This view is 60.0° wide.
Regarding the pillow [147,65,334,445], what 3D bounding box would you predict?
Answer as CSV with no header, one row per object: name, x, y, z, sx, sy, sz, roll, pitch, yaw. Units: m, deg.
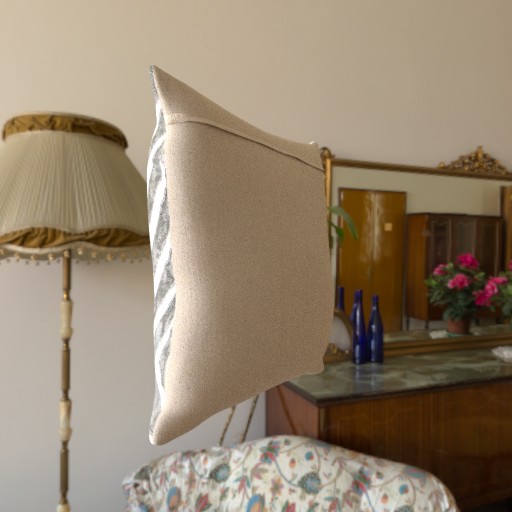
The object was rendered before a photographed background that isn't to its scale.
pillow,0.000,0.000,0.678,0.182,0.441,0.440,0,-1,33
